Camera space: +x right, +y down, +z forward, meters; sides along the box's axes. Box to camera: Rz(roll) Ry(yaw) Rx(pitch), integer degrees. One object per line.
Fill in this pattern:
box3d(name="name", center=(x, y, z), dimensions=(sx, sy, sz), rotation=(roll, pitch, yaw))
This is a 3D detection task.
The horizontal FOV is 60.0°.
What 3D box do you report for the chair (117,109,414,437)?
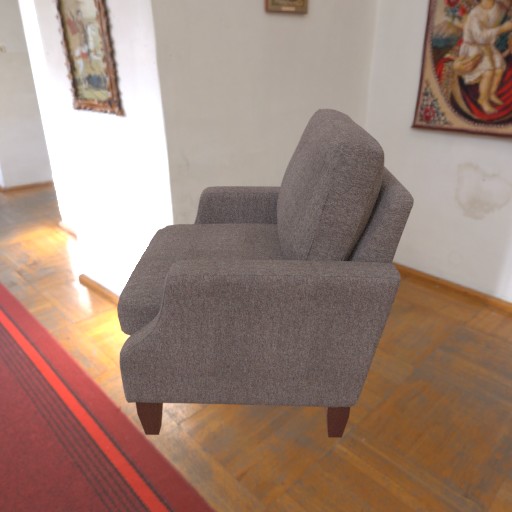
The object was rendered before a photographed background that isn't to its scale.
box3d(name="chair", center=(0.000, 0.000, 1.657), dimensions=(0.897, 0.993, 0.855), rotation=(0, 26, 1))
